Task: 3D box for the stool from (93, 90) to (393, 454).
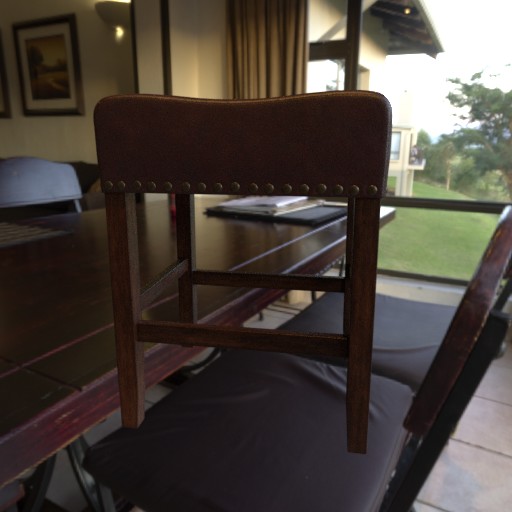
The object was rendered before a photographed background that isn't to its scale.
[{"bbox_3d":[0.000,0.000,0.917,0.465,0.608,0.397,3,15,9],"label":"stool"}]
